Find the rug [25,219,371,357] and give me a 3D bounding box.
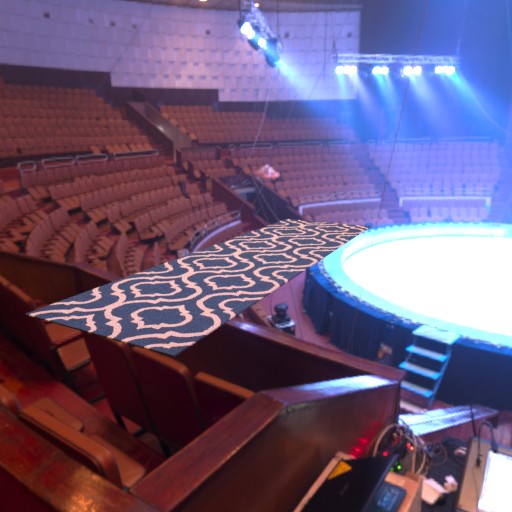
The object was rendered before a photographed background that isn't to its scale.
[{"bbox_3d":[0.000,0.000,2.446,0.685,0.006,2.296,8,17,27],"label":"rug"}]
